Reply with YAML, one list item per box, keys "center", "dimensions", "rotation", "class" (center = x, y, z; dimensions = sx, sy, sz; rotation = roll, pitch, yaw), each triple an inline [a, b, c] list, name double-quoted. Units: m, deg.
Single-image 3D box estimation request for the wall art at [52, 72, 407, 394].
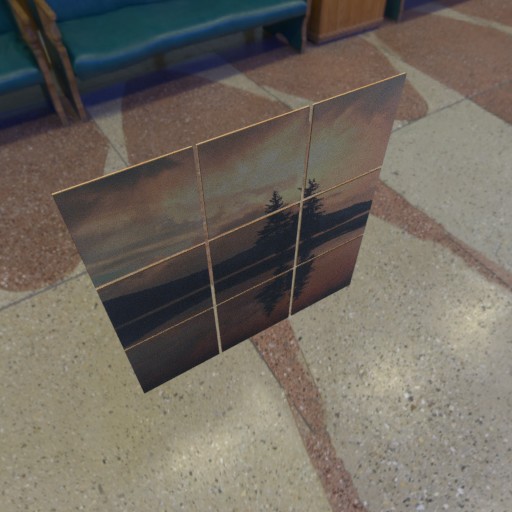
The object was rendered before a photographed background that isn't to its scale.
- center: [0.000, 0.000, 2.247]
  dimensions: [1.520, 1.525, 0.013]
  rotation: [-25, 54, -20]
  class: "wall art"
